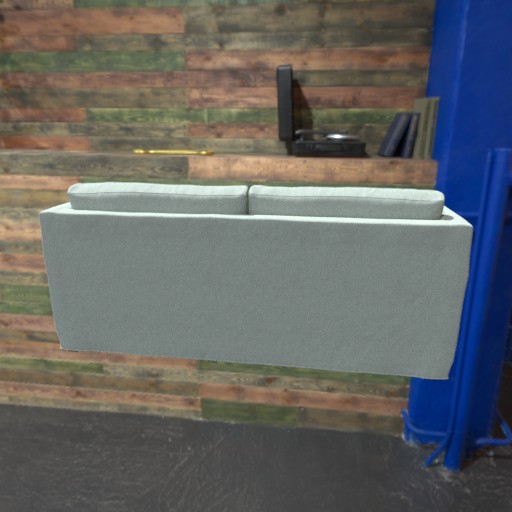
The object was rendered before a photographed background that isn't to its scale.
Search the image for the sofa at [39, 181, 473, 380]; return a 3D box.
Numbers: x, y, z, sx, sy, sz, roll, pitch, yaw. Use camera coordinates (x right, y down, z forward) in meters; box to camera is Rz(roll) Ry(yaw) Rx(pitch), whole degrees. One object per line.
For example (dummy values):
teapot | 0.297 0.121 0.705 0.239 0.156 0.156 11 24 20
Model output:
sofa | 0.000 0.000 2.470 1.987 0.870 0.940 3 17 8
